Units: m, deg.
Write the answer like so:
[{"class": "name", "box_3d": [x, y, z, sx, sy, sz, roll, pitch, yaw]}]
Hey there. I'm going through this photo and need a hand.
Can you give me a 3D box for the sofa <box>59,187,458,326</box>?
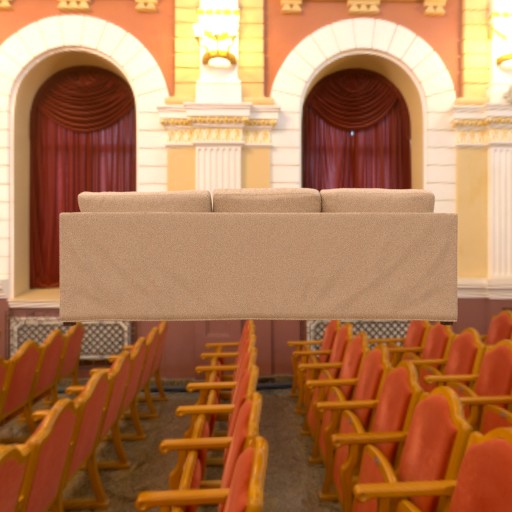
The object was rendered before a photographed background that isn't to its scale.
[{"class": "sofa", "box_3d": [0.000, 0.000, 4.246, 2.432, 0.871, 3.182, 0, 0, -1]}]
